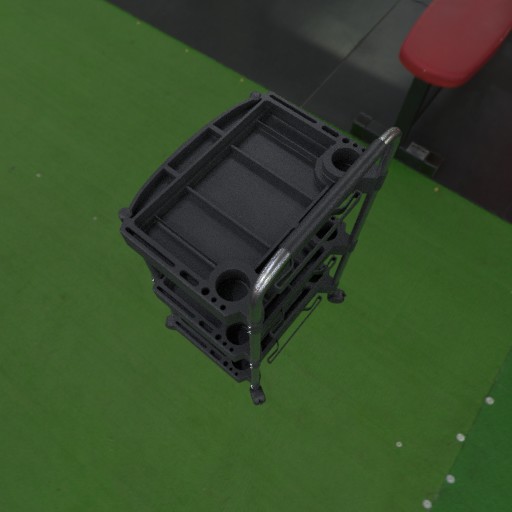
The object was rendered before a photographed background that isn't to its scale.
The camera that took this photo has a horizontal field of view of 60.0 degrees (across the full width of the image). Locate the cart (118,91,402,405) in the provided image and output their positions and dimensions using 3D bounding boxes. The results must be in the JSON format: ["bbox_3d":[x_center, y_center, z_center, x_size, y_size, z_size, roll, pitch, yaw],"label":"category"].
[{"bbox_3d":[0.000,0.000,1.370,0.518,1.075,0.584,36,69,16],"label":"cart"}]
